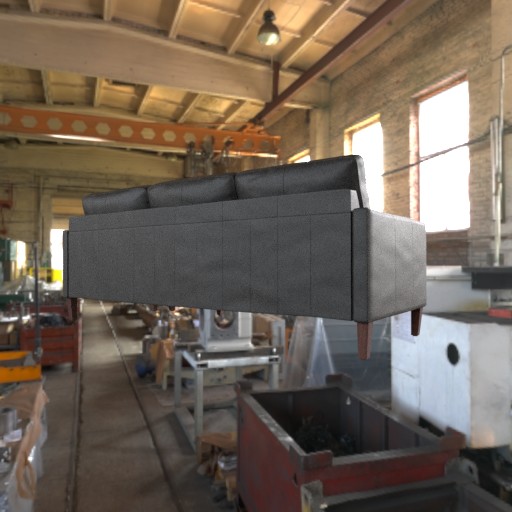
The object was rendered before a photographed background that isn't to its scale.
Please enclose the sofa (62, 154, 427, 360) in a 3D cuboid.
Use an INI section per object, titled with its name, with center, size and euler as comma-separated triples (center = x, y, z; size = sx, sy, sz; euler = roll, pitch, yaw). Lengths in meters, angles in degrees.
[sofa]
center = 0.000, 0.000, 2.965
size = 2.178, 0.876, 1.497
euler = -1, -1, 36
